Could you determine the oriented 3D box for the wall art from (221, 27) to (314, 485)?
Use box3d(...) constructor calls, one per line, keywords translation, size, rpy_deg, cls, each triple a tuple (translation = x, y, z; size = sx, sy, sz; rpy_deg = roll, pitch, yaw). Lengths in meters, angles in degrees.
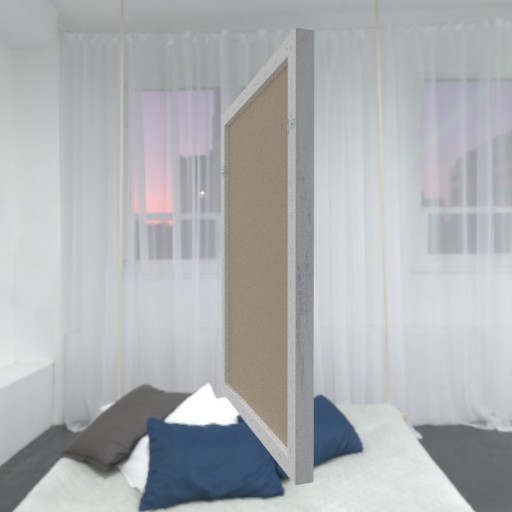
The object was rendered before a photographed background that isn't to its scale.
box3d(translation=(0.000, 0.000, 1.185), size=(0.043, 0.914, 0.624), rpy_deg=(0, 1, -18), cls="wall art")
